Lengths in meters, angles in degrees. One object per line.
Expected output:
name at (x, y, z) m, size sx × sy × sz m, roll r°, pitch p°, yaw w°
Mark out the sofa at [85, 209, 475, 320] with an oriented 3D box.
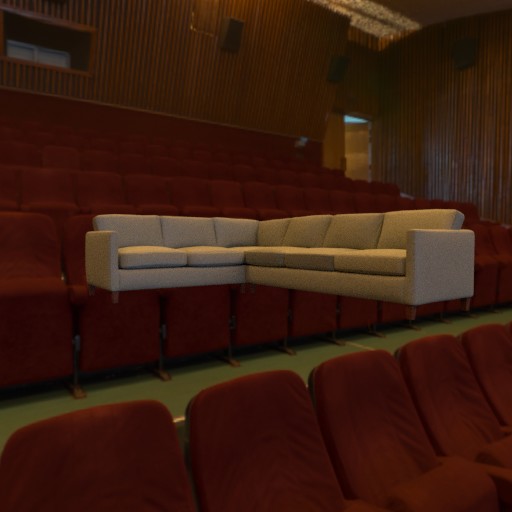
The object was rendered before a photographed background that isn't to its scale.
sofa at (0.000, 0.000, 4.563) m, size 2.592 × 0.947 × 3.301 m, roll -1°, pitch 2°, yaw -36°
